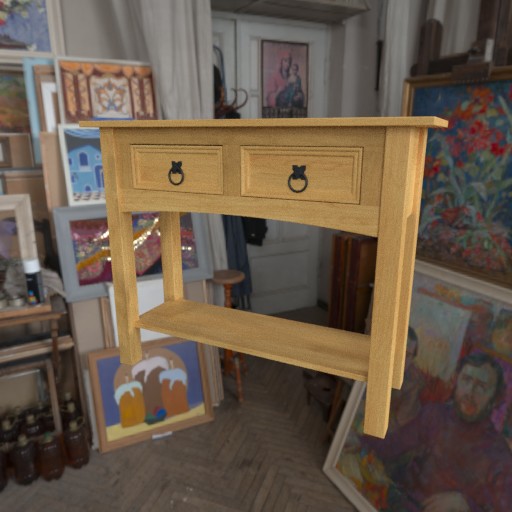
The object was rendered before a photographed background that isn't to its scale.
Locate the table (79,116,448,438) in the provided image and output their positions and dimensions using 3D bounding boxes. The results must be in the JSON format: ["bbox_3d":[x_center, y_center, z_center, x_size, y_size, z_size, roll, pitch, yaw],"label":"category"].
[{"bbox_3d":[0.000,0.000,1.246,0.900,0.728,0.340,8,17,25],"label":"table"}]
